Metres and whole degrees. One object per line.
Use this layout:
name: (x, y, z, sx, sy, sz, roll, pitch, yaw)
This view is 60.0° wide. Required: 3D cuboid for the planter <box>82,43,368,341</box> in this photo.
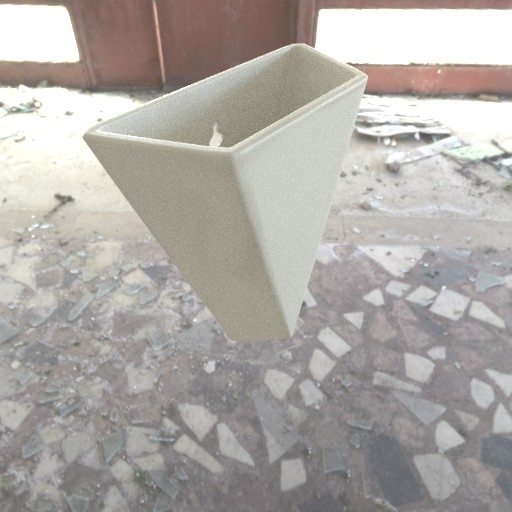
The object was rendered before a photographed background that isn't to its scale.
planter: (0.000, 0.000, 0.265, 0.060, 0.197, 0.150, 28, 48, 28)
